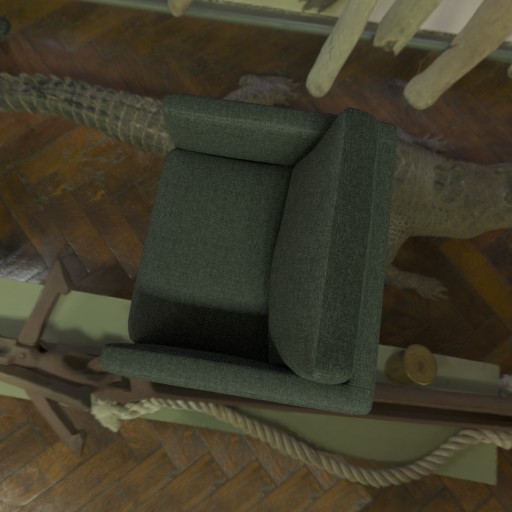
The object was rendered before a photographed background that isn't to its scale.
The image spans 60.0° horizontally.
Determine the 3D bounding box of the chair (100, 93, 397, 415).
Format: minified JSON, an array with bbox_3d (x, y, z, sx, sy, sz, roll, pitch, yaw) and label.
[{"bbox_3d":[0.000,0.000,1.853,0.959,0.963,1.107,9,76,2],"label":"chair"}]
